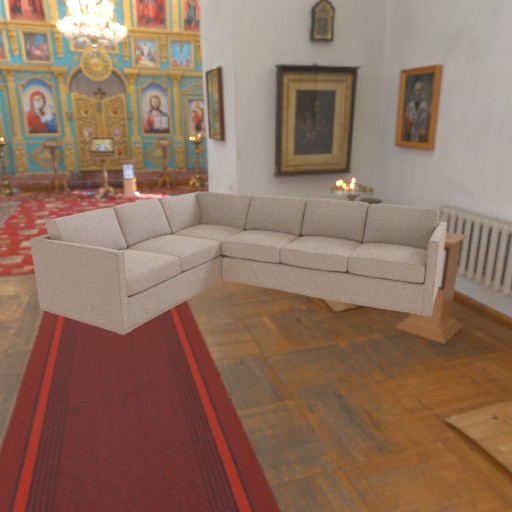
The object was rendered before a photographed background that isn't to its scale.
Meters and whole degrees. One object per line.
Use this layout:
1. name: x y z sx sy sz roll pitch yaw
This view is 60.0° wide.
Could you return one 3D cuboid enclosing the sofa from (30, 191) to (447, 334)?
1. sofa: 0.000 0.000 4.242 3.182 0.871 2.432 8 17 26
